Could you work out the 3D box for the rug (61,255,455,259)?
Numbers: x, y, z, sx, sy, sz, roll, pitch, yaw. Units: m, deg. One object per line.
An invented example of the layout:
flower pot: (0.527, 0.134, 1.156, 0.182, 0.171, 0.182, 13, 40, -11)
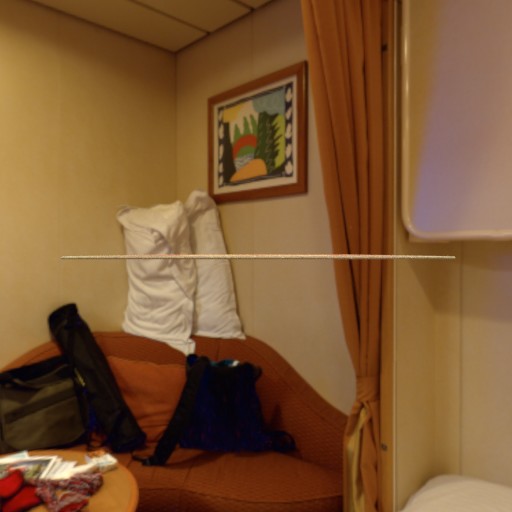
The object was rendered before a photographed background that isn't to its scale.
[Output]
rug: (0.000, 0.000, 3.672, 2.005, 0.014, 2.878, 0, 0, -1)
